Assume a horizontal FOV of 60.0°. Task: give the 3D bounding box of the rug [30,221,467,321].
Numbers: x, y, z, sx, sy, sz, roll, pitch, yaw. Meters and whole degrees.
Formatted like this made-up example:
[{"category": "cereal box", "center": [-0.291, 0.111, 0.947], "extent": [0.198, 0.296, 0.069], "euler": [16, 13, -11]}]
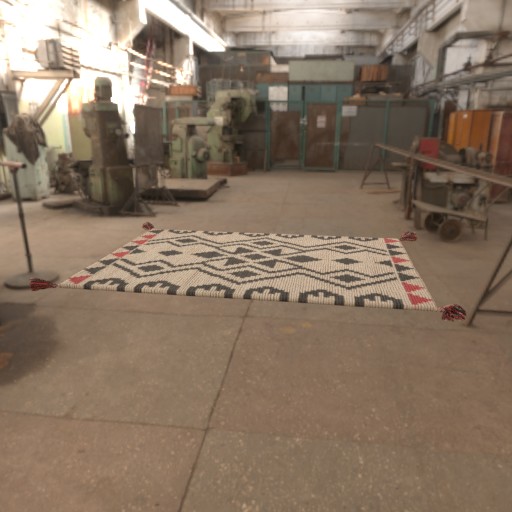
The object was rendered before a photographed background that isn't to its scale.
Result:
[{"category": "rug", "center": [0.000, 0.000, 2.654], "extent": [2.069, 0.067, 1.444], "euler": [3, 17, 9]}]
